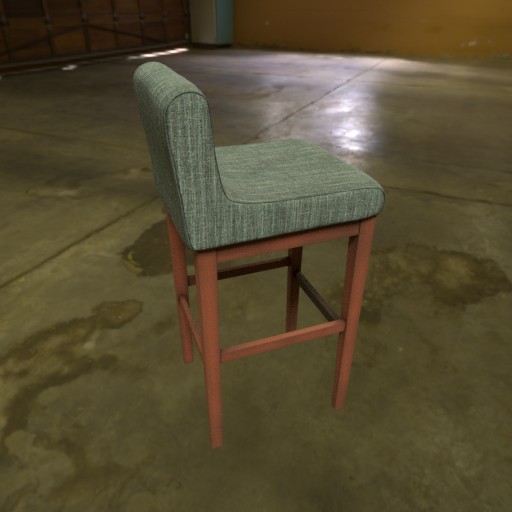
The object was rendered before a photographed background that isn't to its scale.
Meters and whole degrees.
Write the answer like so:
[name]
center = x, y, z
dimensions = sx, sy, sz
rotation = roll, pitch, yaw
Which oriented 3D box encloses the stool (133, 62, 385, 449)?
[stool]
center = 0.000, 0.000, 1.216
dimensions = 0.499, 0.965, 0.426
rotation = -10, 32, -17
